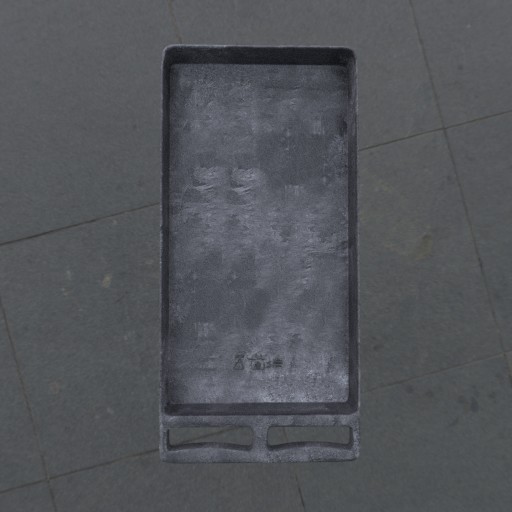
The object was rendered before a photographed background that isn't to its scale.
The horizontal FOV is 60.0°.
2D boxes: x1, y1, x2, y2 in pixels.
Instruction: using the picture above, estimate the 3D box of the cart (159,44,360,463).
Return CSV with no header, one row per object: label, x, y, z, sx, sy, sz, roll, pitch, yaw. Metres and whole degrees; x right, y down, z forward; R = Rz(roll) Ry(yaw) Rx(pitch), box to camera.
cart,0.000,0.000,1.337,0.420,0.824,0.877,0,89,-1
